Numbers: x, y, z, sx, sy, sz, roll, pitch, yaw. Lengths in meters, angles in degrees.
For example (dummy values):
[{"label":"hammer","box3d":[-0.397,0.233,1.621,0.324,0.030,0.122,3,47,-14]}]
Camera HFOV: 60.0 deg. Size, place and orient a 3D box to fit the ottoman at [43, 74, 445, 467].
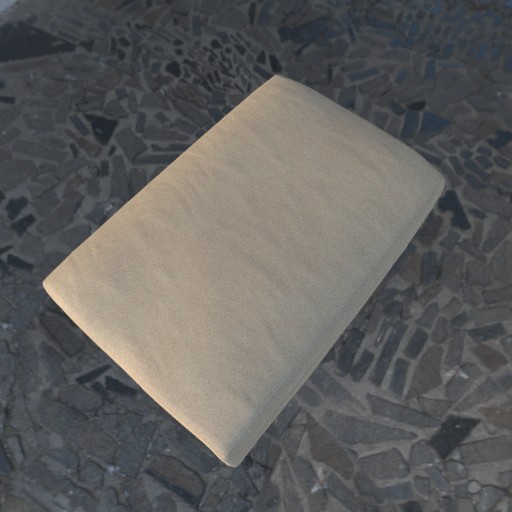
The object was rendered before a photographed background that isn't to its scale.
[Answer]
[{"label":"ottoman","box3d":[0.000,0.000,1.188,0.590,0.444,0.872,37,70,16]}]
